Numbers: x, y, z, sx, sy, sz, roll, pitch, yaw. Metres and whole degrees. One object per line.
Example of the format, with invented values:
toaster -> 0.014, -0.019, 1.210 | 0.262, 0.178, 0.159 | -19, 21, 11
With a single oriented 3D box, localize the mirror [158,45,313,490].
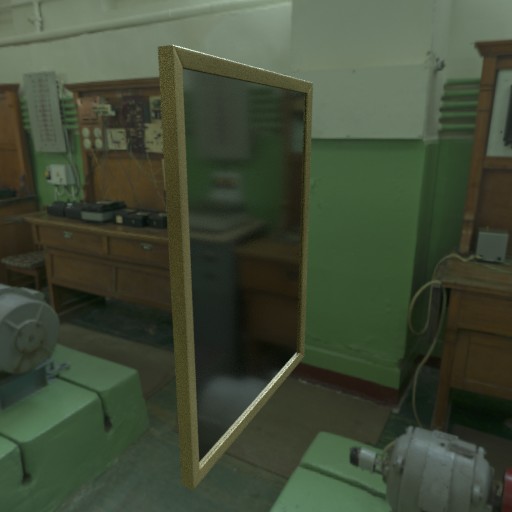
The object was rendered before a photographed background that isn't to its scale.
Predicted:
mirror -> 0.000, 0.000, 1.301 | 0.040, 1.016, 0.762 | 8, 18, 26
